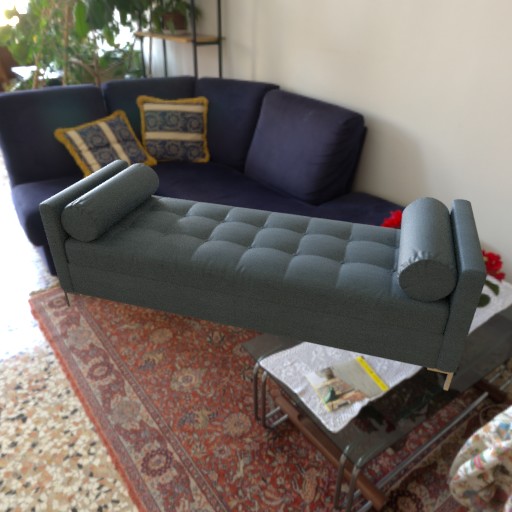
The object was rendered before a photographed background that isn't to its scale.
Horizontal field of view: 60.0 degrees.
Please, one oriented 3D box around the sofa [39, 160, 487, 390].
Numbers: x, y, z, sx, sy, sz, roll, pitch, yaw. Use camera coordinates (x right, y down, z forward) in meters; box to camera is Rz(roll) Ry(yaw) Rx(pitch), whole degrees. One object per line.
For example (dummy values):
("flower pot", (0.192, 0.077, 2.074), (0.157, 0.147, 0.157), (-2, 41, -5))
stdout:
("sofa", (0.000, 0.000, 2.290), (1.981, 0.635, 0.686), (9, 33, 15))
